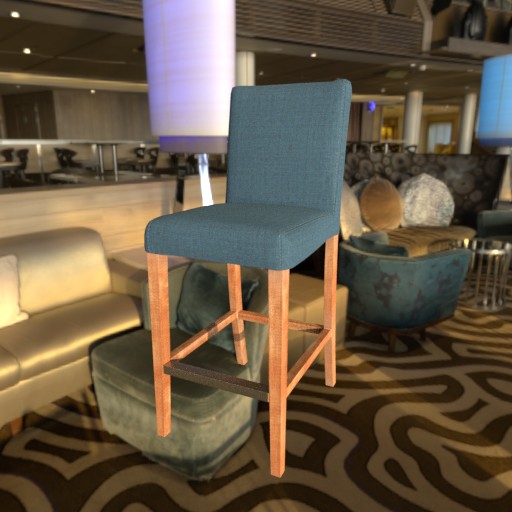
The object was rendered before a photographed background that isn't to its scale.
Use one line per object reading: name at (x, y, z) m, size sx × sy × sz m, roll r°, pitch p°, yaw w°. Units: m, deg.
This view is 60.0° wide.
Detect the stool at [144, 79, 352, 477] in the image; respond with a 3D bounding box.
stool at (0.000, 0.000, 1.409) m, size 0.454 × 1.088 × 0.574 m, roll 7°, pitch 16°, yaw 25°
